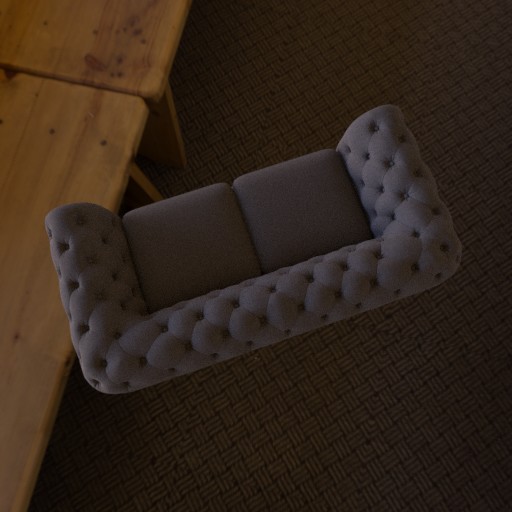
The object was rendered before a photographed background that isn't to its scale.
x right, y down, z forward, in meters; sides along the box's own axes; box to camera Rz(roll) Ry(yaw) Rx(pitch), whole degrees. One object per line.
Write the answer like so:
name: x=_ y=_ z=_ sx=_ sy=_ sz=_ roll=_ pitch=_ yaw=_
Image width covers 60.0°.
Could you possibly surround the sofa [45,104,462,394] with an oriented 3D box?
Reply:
sofa: x=0.000 y=0.000 z=2.499 sx=1.998 sy=0.764 sz=0.986 roll=-18 pitch=78 yaw=-4
